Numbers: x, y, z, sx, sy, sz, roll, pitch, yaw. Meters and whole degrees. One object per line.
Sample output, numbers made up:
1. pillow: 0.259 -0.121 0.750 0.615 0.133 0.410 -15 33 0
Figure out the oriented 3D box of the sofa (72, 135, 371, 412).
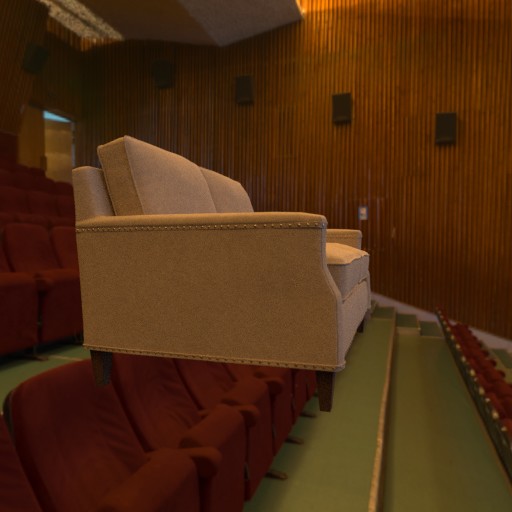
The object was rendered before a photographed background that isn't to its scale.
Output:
1. sofa: 0.000 0.000 2.305 1.084 1.002 1.597 0 1 18
